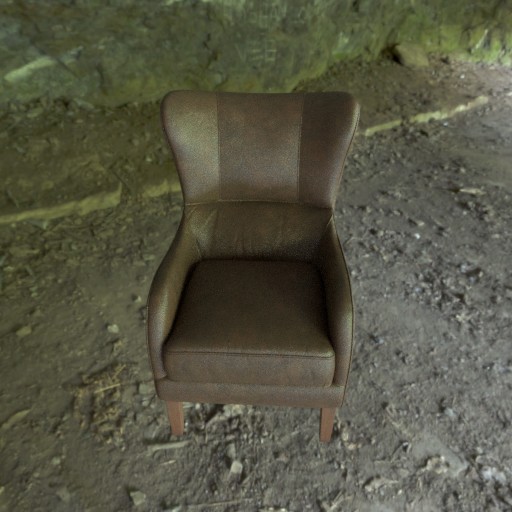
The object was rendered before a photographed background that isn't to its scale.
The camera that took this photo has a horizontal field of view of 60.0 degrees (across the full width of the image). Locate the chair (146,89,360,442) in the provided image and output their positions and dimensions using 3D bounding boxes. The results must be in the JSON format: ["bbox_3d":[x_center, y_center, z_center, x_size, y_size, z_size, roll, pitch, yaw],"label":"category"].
[{"bbox_3d":[0.000,0.000,1.616,0.692,1.048,0.914,2,31,3],"label":"chair"}]
